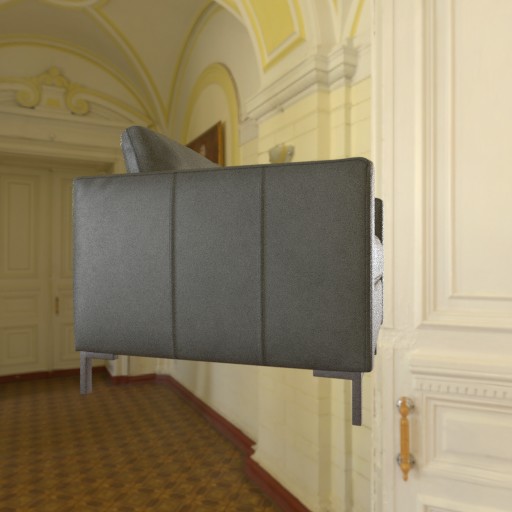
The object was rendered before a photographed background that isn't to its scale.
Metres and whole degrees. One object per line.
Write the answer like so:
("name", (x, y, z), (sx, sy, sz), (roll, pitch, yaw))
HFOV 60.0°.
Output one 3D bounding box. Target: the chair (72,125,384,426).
("chair", (0.000, 0.000, 1.517), (0.861, 0.824, 0.967), (0, 0, 18))
